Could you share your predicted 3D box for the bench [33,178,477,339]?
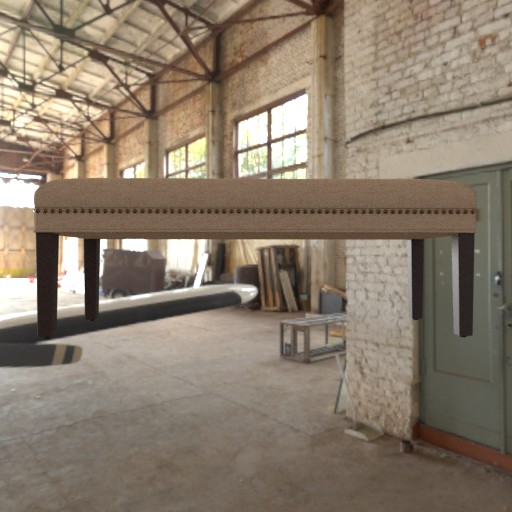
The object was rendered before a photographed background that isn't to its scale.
[{"bbox_3d":[0.000,0.000,1.413,1.219,0.457,0.410,0,0,-1],"label":"bench"}]
